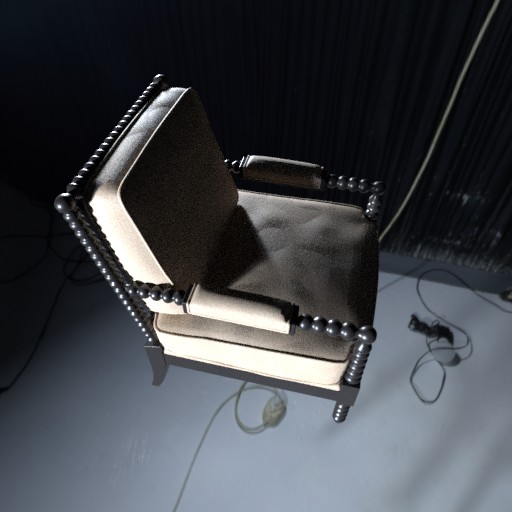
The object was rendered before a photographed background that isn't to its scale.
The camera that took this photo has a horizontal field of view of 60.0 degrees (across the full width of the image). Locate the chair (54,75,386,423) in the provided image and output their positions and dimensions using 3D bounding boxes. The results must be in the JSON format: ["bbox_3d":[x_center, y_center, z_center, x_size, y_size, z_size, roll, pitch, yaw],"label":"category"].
[{"bbox_3d":[0.000,0.000,1.184,0.657,0.703,0.555,10,49,9],"label":"chair"}]
